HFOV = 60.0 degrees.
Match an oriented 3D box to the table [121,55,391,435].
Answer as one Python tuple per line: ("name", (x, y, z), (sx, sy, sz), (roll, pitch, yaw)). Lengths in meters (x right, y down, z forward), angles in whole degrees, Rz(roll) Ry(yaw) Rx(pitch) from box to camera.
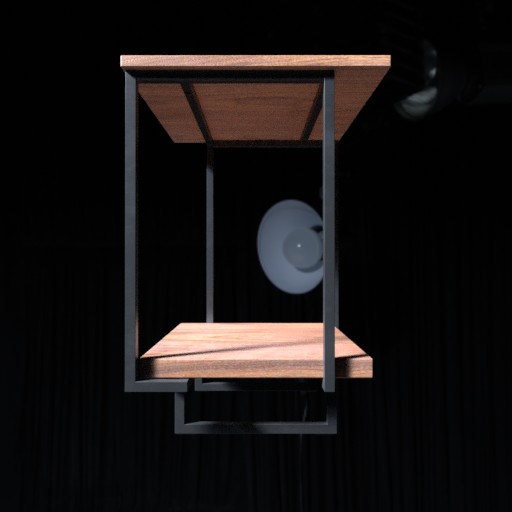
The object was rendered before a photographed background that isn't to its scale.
("table", (0.000, 0.000, 0.831), (0.384, 0.567, 0.411), (0, 0, 0))
